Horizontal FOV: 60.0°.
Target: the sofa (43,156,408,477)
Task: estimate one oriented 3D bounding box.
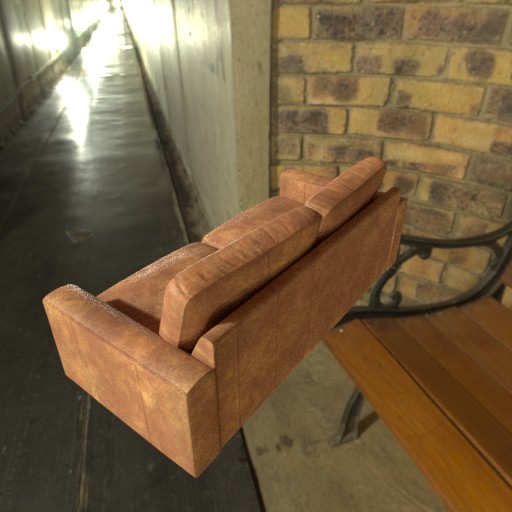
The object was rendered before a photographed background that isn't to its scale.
[{"bbox_3d":[0.000,0.000,2.675,1.016,0.873,2.179,22,38,31],"label":"sofa"}]
